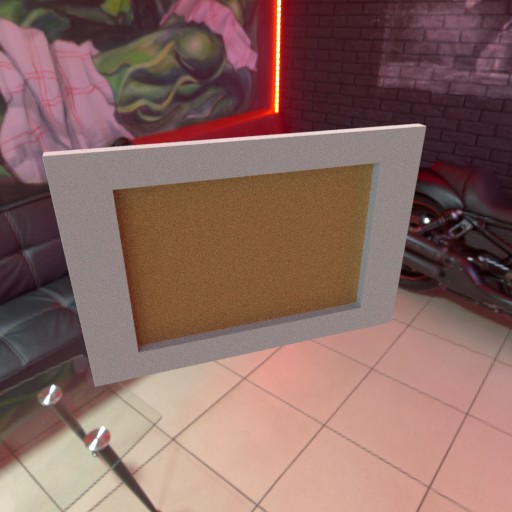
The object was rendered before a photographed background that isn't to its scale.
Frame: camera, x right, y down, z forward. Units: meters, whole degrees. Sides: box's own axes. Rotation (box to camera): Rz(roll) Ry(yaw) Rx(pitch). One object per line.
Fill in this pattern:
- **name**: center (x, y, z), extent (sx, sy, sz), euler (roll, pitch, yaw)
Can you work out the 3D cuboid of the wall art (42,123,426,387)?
- **wall art**: center (0.000, 0.000, 1.165), extent (0.906, 0.617, 0.033), euler (-9, 29, -16)
